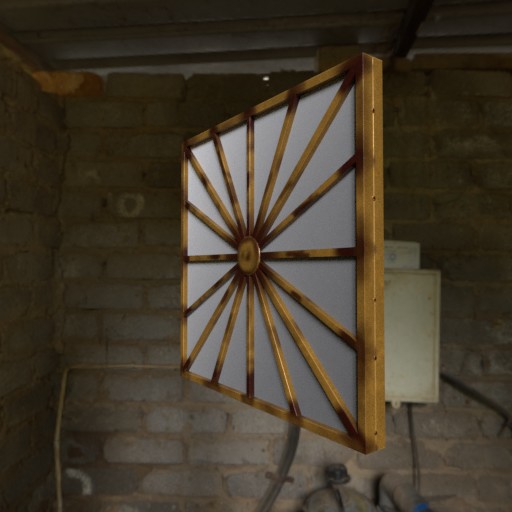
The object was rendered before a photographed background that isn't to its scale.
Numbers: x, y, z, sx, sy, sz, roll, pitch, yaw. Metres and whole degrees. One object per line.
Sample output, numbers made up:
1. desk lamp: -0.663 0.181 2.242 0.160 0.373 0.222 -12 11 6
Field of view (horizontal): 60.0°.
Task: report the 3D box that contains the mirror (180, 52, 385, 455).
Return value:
1. mirror: 0.000 0.000 0.772 0.042 0.507 0.509 1 -2 -36
